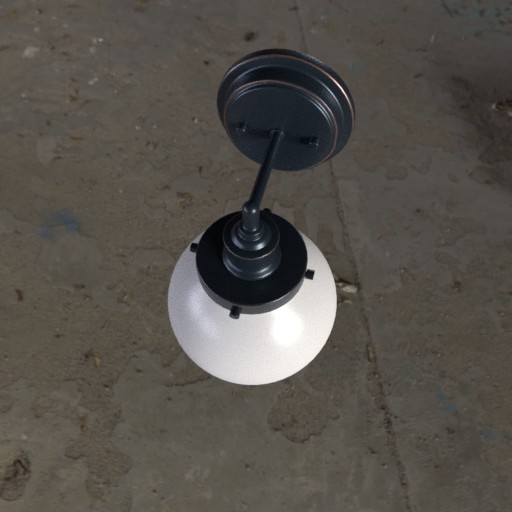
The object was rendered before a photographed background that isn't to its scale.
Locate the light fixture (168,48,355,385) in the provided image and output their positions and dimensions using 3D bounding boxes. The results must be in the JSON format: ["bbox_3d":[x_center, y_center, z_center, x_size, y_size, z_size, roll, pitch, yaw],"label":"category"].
[{"bbox_3d":[0.000,0.000,0.471,0.197,0.332,0.230,13,60,8],"label":"light fixture"}]
